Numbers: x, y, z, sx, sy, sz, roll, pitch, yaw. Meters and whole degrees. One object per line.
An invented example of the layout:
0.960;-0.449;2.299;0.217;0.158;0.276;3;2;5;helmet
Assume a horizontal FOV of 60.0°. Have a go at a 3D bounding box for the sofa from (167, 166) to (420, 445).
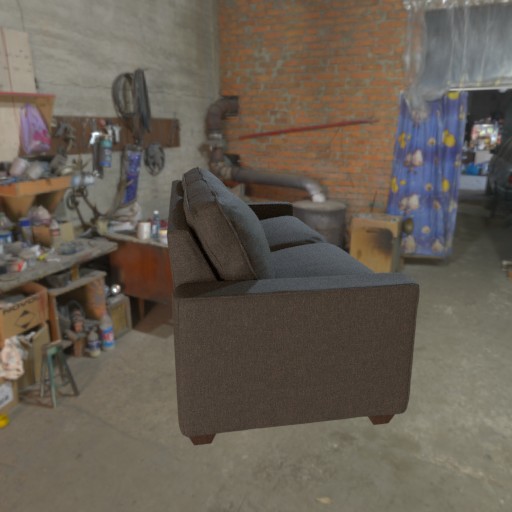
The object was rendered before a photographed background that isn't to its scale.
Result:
0.000;0.000;2.561;0.940;0.919;2.080;-3;16;-9;sofa
